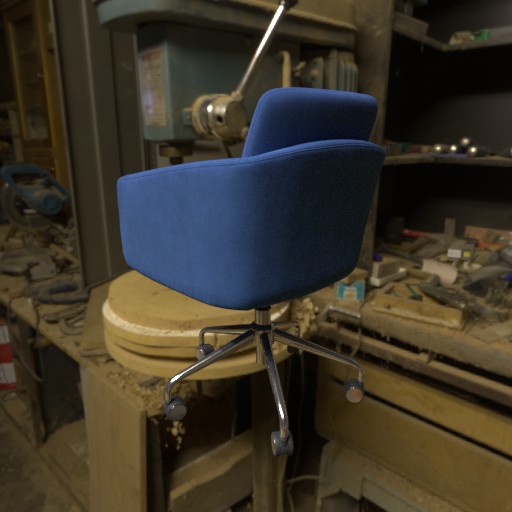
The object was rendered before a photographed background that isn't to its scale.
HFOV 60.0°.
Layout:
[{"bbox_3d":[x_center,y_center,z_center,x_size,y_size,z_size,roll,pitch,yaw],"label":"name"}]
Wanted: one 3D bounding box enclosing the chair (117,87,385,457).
[{"bbox_3d":[0.000,0.000,1.343,0.635,0.908,0.641,15,21,43],"label":"chair"}]
